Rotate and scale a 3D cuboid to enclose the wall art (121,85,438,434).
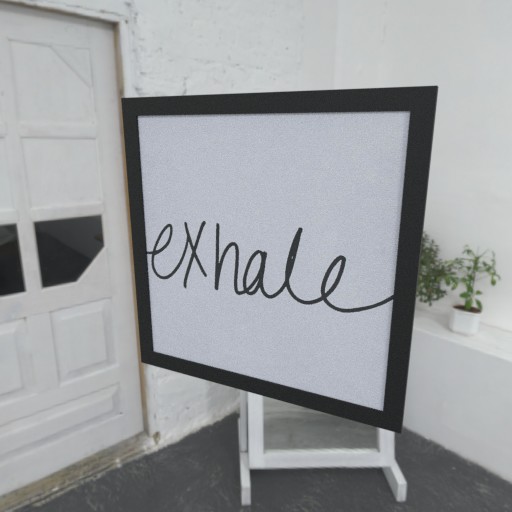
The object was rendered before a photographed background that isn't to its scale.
[{"bbox_3d":[0.000,0.000,0.516,0.358,0.357,0.012,7,17,25],"label":"wall art"}]
